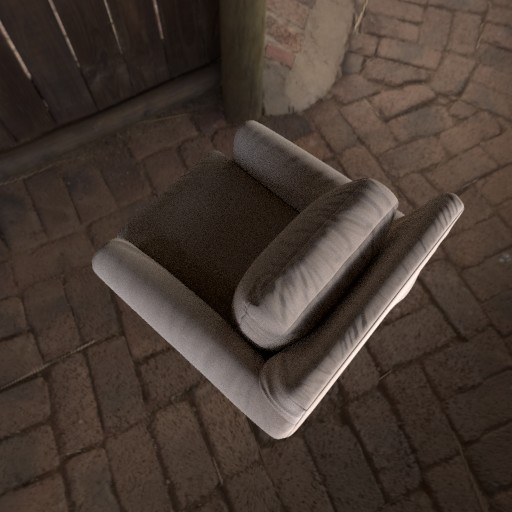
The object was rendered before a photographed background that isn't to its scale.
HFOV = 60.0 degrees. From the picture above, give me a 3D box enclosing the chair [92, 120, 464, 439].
[{"bbox_3d":[0.000,0.000,1.728,1.066,0.866,0.940,38,69,17],"label":"chair"}]
